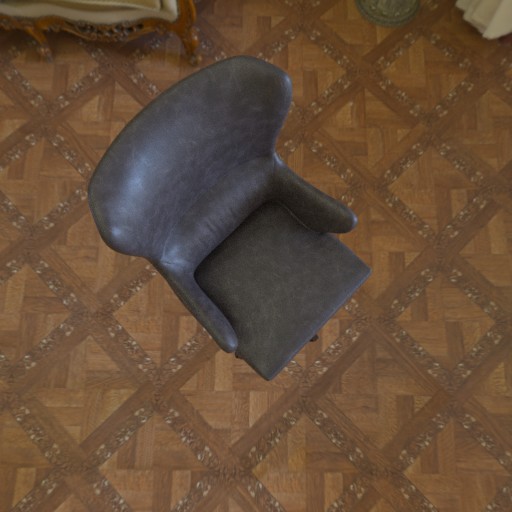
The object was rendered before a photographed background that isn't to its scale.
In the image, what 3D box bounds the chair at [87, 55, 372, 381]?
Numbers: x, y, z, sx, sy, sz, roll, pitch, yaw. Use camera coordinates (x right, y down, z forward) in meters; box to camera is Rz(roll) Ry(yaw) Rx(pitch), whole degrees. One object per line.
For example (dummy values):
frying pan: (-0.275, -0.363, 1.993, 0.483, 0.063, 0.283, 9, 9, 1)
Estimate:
chair: (0.000, 0.000, 1.470, 0.717, 1.037, 0.594, 44, 80, 9)
